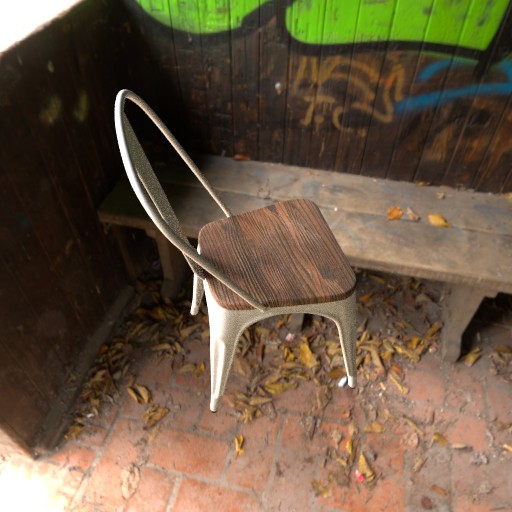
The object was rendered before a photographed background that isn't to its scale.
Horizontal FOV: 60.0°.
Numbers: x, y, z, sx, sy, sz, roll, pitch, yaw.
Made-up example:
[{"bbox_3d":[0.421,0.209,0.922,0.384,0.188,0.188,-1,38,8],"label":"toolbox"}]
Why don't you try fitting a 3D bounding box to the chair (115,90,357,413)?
[{"bbox_3d":[0.000,0.000,1.144,0.521,0.851,0.452,-11,48,-10],"label":"chair"}]
